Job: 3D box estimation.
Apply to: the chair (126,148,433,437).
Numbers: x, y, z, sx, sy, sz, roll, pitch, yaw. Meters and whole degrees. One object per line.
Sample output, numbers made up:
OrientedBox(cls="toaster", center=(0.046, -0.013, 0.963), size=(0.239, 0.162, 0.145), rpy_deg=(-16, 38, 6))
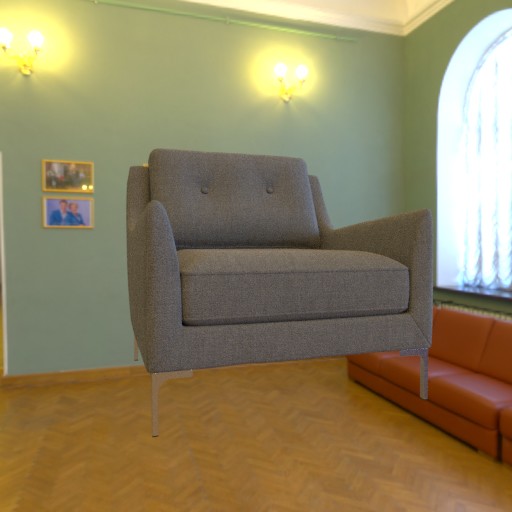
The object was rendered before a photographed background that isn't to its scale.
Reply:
OrientedBox(cls="chair", center=(0.000, 0.000, 1.547), size=(0.847, 0.828, 0.849), rpy_deg=(-1, 2, -19))
